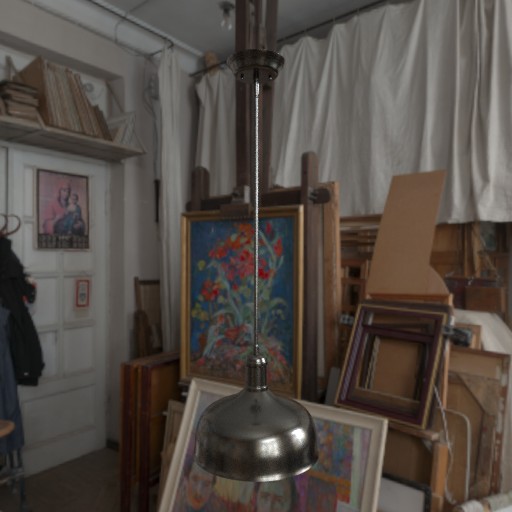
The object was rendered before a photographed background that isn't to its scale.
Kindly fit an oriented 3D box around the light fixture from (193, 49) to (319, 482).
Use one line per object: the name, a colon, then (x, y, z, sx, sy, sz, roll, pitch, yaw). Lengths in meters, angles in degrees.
light fixture: (0.000, 0.000, 1.069, 0.299, 0.935, 0.299, 0, -1, -1)
